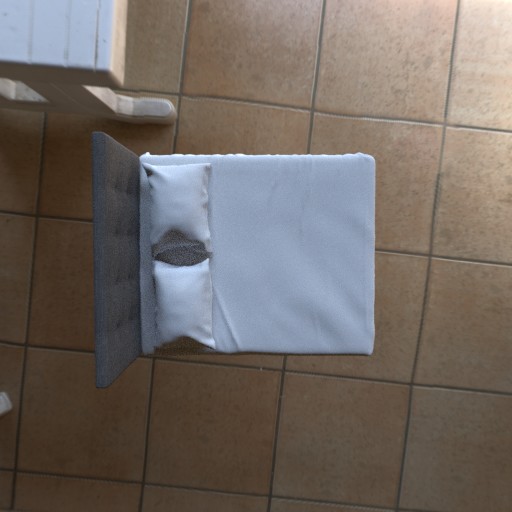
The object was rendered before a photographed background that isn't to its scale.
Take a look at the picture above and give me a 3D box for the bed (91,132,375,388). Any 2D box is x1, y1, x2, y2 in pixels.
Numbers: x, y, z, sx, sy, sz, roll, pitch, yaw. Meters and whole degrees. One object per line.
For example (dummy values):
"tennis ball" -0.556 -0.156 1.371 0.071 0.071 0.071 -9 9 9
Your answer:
"bed" 0.000 0.000 3.564 2.222 1.577 1.936 0 92 0
